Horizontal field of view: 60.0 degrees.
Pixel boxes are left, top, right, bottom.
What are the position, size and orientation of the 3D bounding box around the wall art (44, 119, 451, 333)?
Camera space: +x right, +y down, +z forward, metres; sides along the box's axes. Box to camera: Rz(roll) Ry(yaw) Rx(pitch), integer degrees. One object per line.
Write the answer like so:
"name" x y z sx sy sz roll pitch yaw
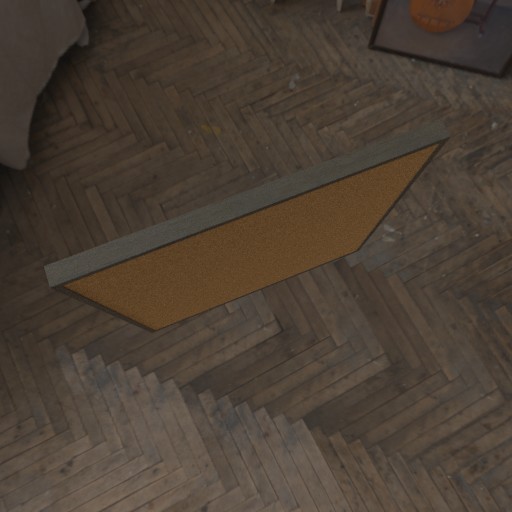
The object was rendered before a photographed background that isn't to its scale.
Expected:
"wall art" 0.000 0.000 1.147 0.758 0.758 0.039 -21 76 -6
